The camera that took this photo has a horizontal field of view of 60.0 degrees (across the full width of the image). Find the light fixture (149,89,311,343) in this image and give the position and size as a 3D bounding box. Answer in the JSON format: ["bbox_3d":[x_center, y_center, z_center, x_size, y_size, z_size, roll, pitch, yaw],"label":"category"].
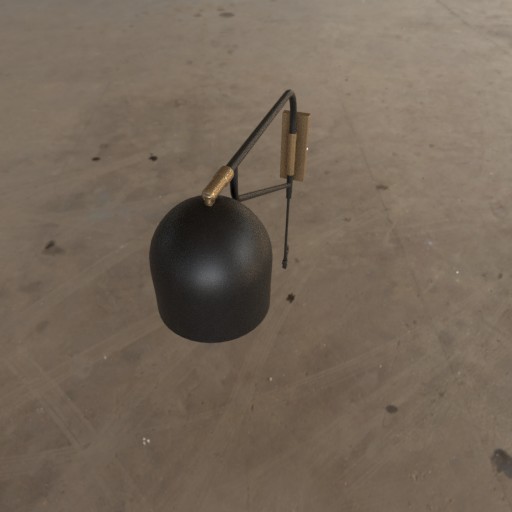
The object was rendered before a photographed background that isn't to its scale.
[{"bbox_3d":[0.000,0.000,1.098,0.215,0.696,0.720,12,44,13],"label":"light fixture"}]
